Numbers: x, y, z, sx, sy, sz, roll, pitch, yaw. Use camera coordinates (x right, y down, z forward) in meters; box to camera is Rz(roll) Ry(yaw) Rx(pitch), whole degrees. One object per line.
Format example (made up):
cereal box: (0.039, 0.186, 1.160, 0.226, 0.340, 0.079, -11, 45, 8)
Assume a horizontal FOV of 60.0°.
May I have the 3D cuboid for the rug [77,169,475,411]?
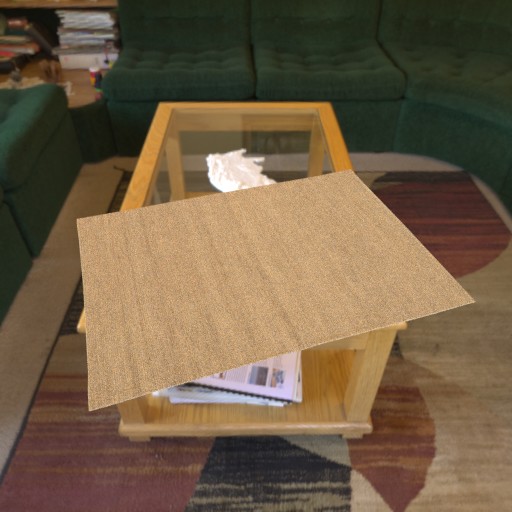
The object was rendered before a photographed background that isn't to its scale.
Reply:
rug: (0.000, 0.000, 2.975, 2.264, 0.030, 1.624, -12, 43, -14)
